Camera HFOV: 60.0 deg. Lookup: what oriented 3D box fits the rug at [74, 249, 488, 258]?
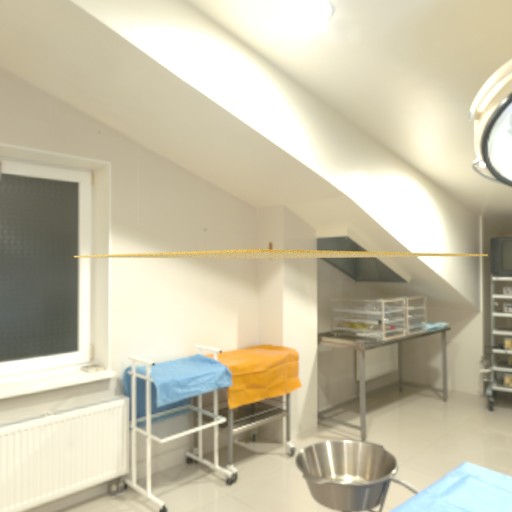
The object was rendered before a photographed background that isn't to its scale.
[{"bbox_3d":[0.000,0.000,4.295,2.486,0.015,3.242,1,-1,-38],"label":"rug"}]
